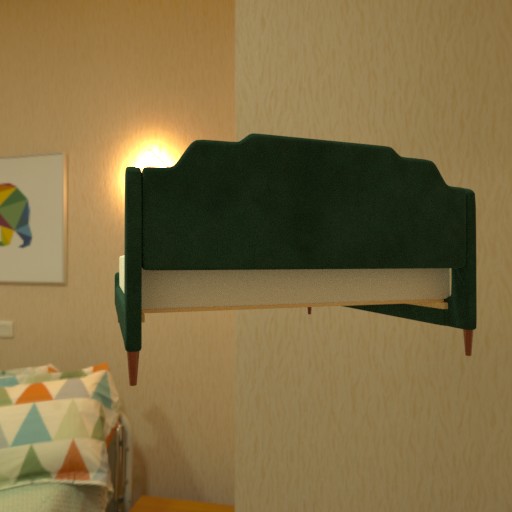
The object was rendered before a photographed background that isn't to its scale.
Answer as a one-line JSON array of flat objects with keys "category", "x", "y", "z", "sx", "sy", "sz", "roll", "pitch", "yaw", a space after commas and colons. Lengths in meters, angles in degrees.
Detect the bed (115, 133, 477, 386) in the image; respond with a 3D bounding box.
[{"category": "bed", "x": 0.000, "y": 0.000, "z": 3.491, "sx": 2.074, "sy": 1.245, "sz": 2.340, "roll": 0, "pitch": -1, "yaw": -19}]
